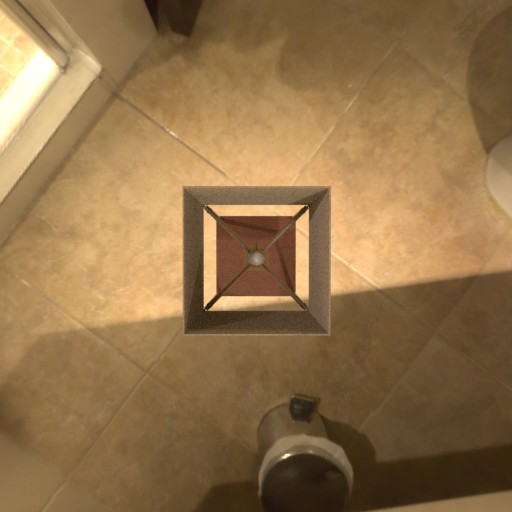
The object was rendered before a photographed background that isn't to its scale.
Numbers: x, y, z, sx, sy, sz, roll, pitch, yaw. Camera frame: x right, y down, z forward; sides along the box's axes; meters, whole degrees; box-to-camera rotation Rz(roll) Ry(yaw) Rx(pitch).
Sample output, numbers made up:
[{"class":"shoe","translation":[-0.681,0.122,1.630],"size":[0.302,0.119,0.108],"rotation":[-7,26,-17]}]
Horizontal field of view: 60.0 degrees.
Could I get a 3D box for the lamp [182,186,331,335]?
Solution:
[{"class":"lamp","translation":[0.000,0.000,1.704],"size":[0.308,1.569,0.310],"rotation":[0,91,0]}]
